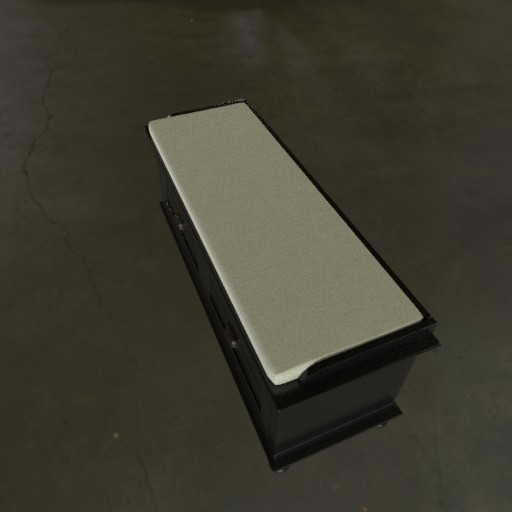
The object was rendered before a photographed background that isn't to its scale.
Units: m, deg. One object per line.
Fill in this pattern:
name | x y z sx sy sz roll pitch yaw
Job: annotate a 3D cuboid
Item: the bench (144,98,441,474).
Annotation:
bench | 0.000 0.000 1.461 0.402 0.501 1.185 -17 49 -16
